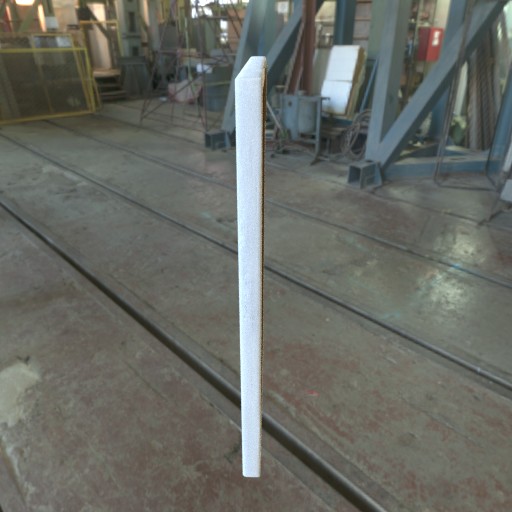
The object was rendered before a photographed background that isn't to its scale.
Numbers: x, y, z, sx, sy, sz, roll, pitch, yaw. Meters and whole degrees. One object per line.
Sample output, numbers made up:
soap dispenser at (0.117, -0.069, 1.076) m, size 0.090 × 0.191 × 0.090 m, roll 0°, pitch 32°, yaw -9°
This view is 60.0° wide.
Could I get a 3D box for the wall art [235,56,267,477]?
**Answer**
wall art at (0.000, 0.000, 1.149) m, size 0.048 × 0.916 × 0.602 m, roll 1°, pitch 27°, yaw 1°
